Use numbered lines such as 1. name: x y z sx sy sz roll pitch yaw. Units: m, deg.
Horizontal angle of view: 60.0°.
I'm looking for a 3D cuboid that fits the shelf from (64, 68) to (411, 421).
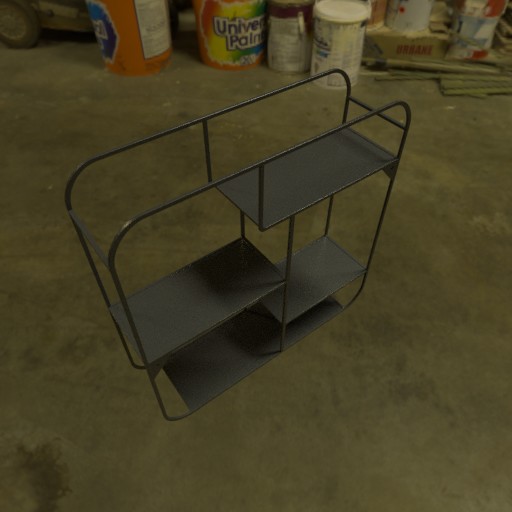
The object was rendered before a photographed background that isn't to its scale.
1. shelf: 0.000 0.000 0.922 0.600 0.600 0.160 -29 53 -24
